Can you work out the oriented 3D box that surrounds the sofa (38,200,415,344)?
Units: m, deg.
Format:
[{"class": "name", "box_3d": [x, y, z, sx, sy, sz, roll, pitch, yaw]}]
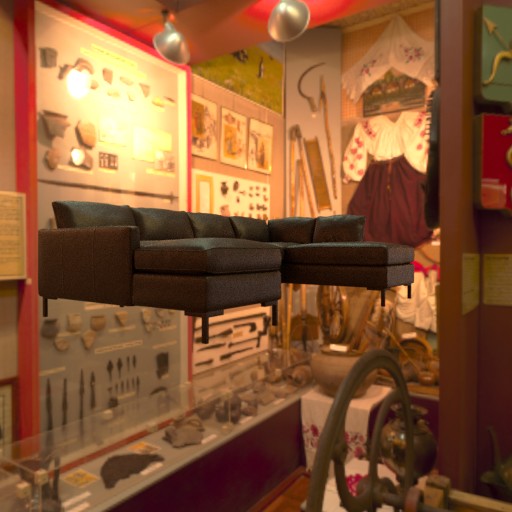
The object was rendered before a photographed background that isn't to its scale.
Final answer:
[{"class": "sofa", "box_3d": [0.000, 0.000, 3.941, 1.939, 0.900, 2.956, 1, 1, 36]}]
